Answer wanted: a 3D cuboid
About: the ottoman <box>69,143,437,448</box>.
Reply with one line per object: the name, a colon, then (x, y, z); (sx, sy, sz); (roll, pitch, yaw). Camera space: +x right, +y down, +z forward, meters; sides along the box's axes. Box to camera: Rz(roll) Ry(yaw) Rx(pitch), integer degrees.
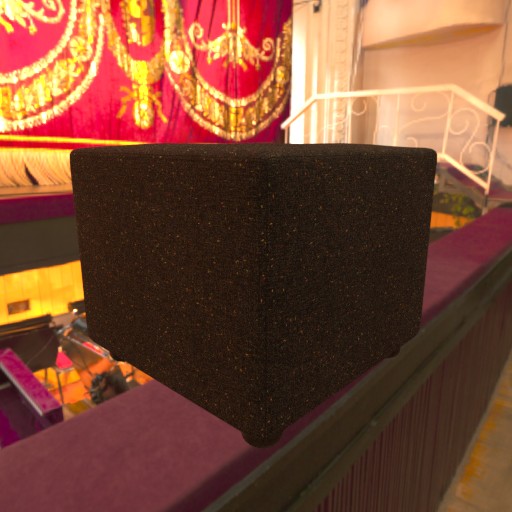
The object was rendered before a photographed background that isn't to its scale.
ottoman: (0.000, 0.000, 0.874); (0.508, 0.432, 0.508); (13, 19, 42)
